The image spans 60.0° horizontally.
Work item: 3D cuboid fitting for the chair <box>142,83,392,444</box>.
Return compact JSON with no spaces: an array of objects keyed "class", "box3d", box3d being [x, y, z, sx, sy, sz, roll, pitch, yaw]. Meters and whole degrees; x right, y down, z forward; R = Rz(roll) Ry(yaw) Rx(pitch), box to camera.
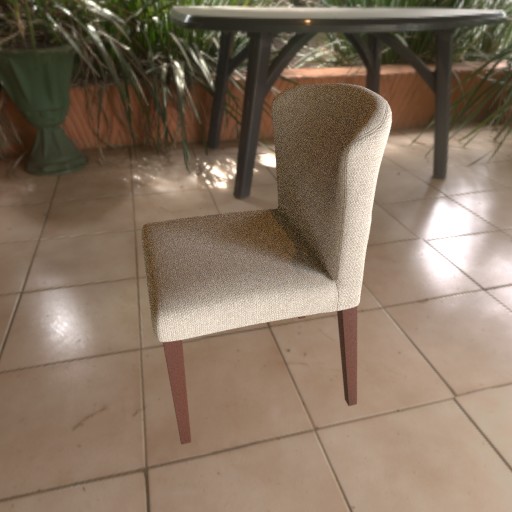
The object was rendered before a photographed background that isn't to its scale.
[{"class":"chair","box3d":[0.000,0.000,1.207,0.589,0.839,0.491,-8,32,-13]}]
